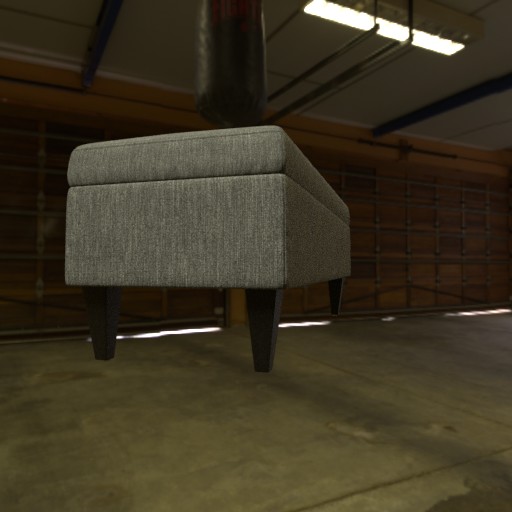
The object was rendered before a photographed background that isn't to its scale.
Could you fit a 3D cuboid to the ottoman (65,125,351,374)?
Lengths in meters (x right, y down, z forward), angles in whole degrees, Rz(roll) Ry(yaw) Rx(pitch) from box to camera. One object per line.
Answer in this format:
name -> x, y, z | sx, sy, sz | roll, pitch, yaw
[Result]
ottoman -> 0.000, 0.000, 1.391 | 0.482, 0.469, 1.151 | 0, -1, 18
